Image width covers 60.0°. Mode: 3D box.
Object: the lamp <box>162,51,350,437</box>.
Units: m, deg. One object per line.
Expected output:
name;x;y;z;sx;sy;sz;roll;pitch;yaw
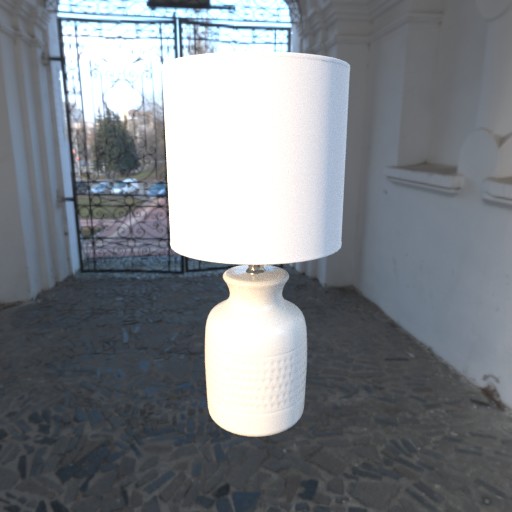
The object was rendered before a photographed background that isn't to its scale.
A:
lamp;0.000;0.000;0.500;0.188;0.392;0.188;2;15;8
